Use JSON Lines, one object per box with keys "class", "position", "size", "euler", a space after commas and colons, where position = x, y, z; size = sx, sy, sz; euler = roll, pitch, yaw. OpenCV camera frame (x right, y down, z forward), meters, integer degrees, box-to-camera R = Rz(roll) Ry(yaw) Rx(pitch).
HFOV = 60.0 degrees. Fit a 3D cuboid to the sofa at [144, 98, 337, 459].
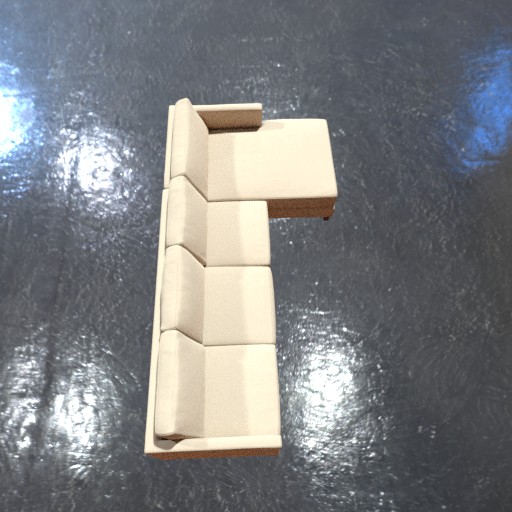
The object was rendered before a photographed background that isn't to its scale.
{"class": "sofa", "position": [0.000, 0.000, 3.904], "size": [1.625, 0.861, 3.186], "euler": [-2, 63, -1]}
